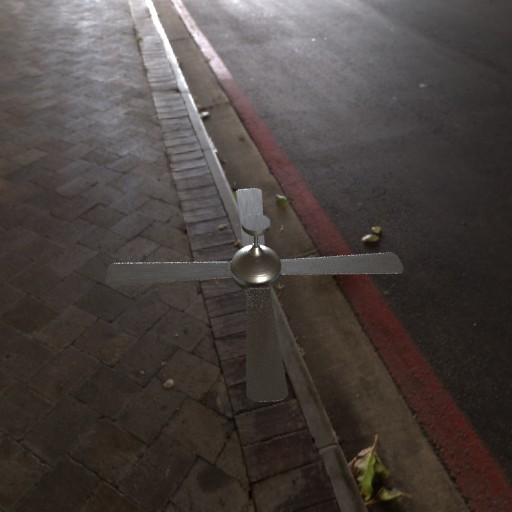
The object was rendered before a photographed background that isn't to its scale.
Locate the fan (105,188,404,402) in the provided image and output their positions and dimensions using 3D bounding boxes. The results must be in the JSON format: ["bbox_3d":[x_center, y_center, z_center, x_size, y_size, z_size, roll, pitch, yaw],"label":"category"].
[{"bbox_3d":[0.000,0.000,2.023,1.321,0.381,1.321,11,42,13],"label":"fan"}]
